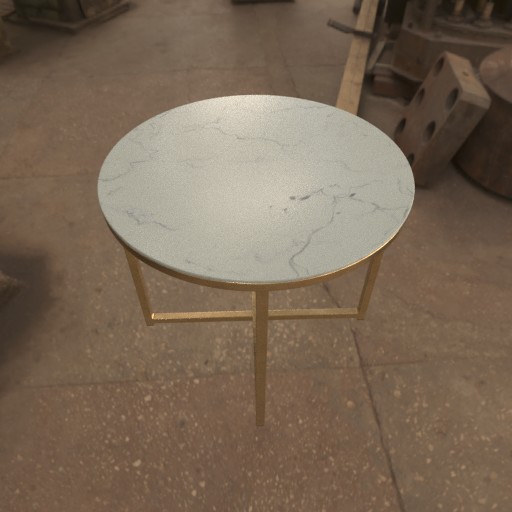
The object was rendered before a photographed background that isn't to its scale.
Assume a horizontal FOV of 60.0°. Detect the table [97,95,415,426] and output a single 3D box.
[{"bbox_3d":[0.000,0.000,0.869,0.500,0.420,0.500,0,45,0],"label":"table"}]
